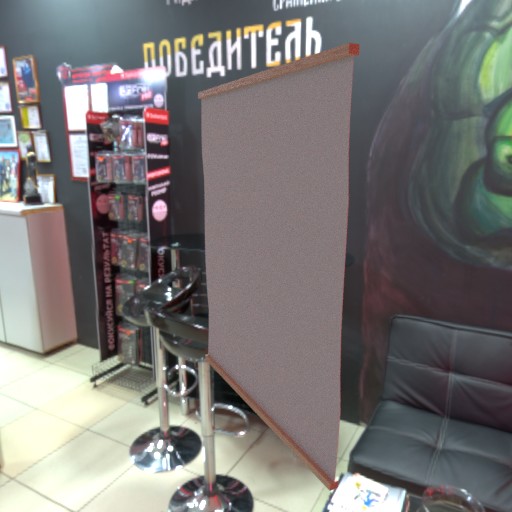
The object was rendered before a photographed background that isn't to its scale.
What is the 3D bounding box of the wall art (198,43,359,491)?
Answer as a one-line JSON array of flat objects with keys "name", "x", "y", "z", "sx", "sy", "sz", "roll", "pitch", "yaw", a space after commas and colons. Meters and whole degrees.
[{"name": "wall art", "x": 0.000, "y": 0.000, "z": 0.664, "sx": 0.013, "sy": 0.508, "sz": 0.406, "roll": -7, "pitch": 15, "yaw": -28}]
